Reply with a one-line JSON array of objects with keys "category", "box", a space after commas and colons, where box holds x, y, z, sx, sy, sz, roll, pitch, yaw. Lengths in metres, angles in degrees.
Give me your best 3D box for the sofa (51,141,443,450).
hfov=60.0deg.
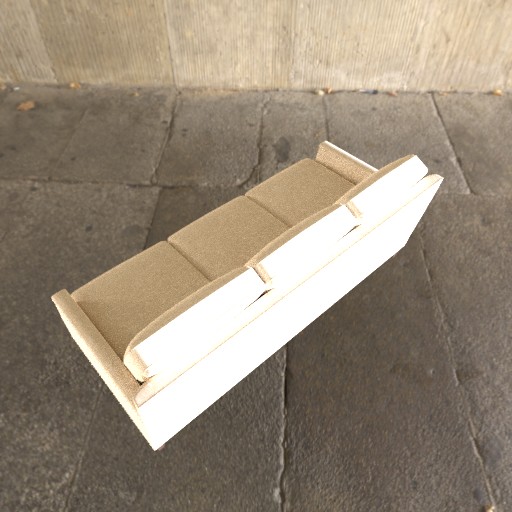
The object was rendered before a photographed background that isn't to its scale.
[{"category": "sofa", "box": [0.000, 0.000, 2.767, 2.210, 0.940, 1.041, -34, 56, -27]}]
